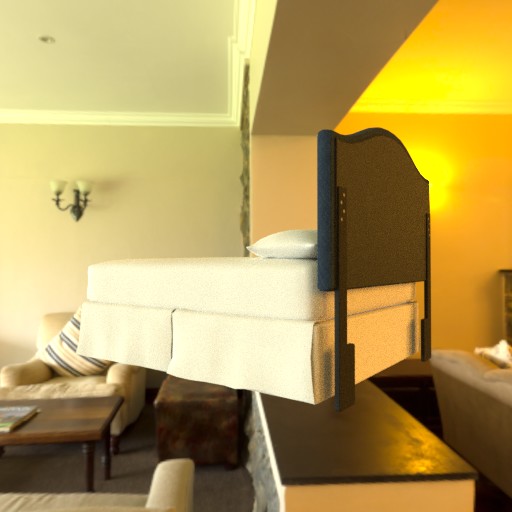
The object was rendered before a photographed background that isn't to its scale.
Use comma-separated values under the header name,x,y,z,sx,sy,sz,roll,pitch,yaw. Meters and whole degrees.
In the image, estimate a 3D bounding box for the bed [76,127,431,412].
name,x,y,z,sx,sy,sz,roll,pitch,yaw
bed,0.000,0.000,3.363,2.153,1.518,1.713,-1,-1,37
